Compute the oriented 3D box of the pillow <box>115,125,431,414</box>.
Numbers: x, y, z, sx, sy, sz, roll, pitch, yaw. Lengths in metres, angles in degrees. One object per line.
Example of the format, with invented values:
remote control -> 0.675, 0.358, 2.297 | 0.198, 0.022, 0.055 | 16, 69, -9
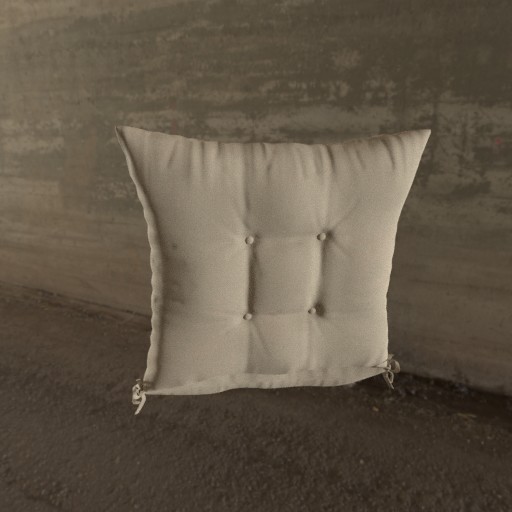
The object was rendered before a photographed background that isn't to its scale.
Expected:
pillow -> 0.000, 0.000, 0.984 | 0.541, 0.536, 0.585 | -3, 15, -10
